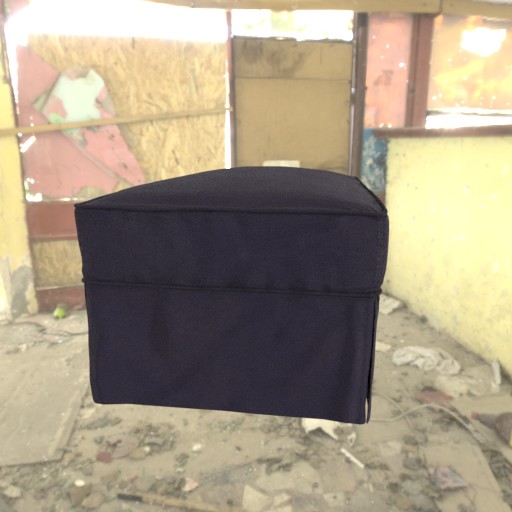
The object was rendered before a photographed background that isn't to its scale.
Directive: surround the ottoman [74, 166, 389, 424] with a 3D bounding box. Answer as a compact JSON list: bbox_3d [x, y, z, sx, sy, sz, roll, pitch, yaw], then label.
[{"bbox_3d":[0.000,0.000,1.298,0.637,0.503,0.938,2,15,8],"label":"ottoman"}]
